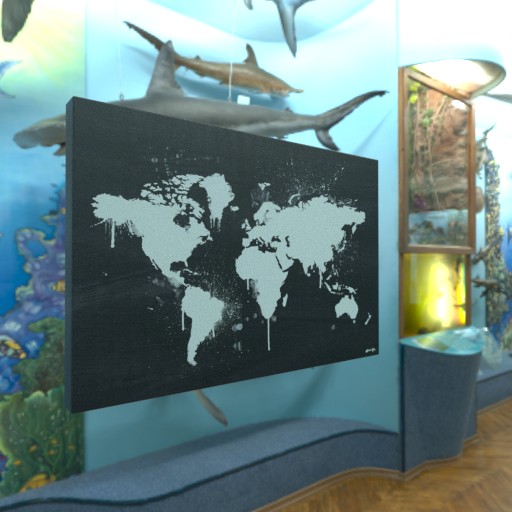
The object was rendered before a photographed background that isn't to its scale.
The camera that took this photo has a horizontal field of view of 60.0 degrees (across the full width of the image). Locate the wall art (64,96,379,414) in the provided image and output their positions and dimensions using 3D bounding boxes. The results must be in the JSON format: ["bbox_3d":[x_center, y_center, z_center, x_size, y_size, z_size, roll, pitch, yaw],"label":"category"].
[{"bbox_3d":[0.000,0.000,0.760,0.610,0.409,0.038,0,-1,-36],"label":"wall art"}]
